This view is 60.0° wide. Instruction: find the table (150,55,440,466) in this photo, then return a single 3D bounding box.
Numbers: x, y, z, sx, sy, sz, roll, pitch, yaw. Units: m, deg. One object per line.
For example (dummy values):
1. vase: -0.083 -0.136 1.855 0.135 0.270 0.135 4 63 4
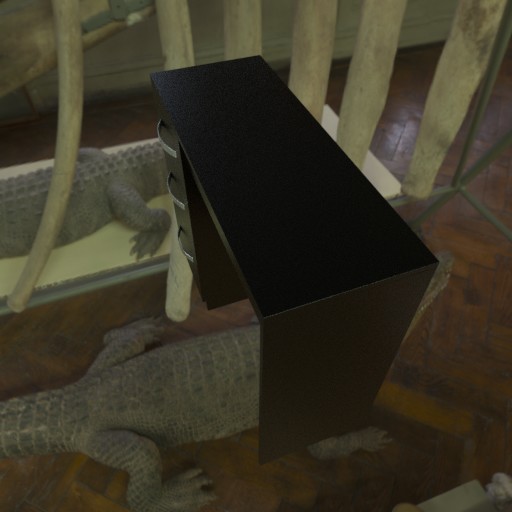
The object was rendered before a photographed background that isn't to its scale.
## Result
1. table: 0.000 0.000 1.366 0.380 0.790 0.930 -16 50 -14
